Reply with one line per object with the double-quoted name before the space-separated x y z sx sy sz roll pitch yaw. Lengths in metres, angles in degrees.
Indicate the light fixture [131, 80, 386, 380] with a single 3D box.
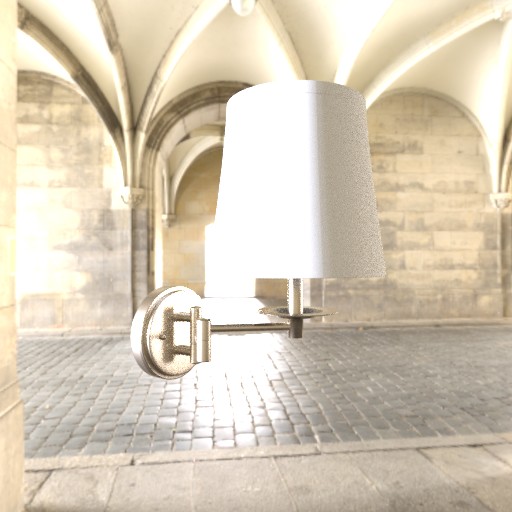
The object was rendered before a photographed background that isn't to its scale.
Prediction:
"light fixture" 0.000 0.000 0.604 0.348 0.381 0.223 0 -1 35
